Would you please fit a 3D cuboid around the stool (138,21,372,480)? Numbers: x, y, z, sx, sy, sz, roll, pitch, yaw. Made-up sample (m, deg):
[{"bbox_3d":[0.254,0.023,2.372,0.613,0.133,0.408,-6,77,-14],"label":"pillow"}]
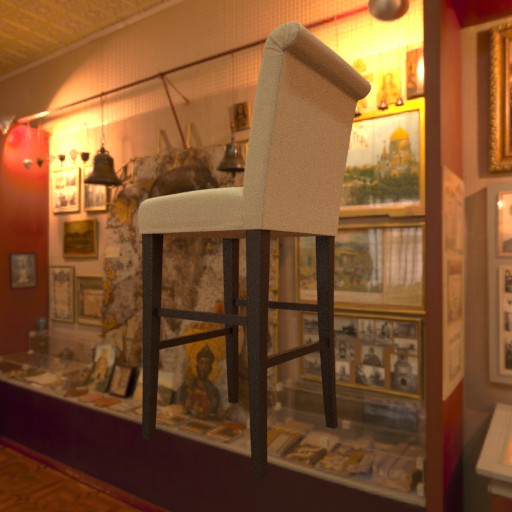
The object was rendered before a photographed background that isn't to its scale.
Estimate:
[{"bbox_3d":[0.000,0.000,1.390,0.597,1.124,0.452,0,0,36],"label":"stool"}]
